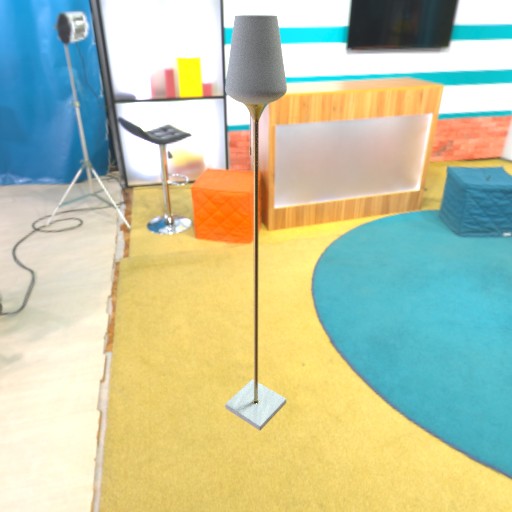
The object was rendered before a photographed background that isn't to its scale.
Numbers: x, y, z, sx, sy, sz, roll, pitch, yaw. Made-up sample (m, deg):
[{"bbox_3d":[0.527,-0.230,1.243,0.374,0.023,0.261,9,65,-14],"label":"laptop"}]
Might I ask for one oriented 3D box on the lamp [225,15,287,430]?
[{"bbox_3d":[0.000,0.000,1.900,0.232,1.813,0.229,21,35,33],"label":"lamp"}]
